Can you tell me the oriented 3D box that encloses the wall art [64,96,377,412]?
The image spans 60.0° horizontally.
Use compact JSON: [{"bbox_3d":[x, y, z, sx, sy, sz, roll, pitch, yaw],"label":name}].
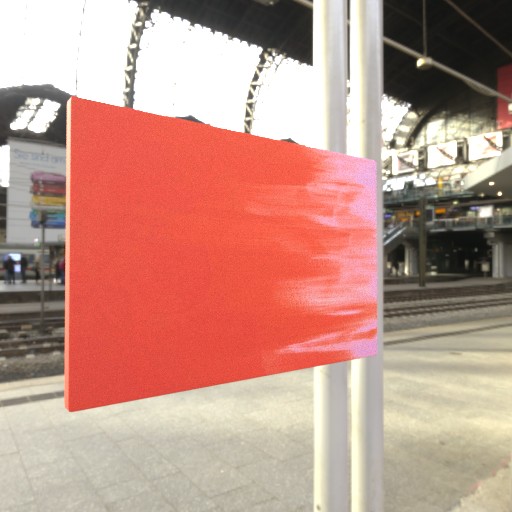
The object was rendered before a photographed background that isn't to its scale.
[{"bbox_3d":[0.000,0.000,1.134,0.913,0.609,0.040,1,-1,-36],"label":"wall art"}]
